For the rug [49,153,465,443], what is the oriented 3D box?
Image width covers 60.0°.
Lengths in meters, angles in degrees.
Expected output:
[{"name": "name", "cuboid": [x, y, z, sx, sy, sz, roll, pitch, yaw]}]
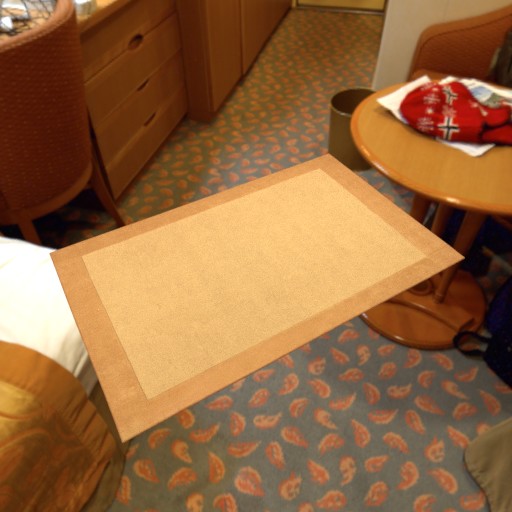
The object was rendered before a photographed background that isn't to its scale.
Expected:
[{"name": "rug", "cuboid": [0.000, 0.000, 3.059, 2.438, 0.014, 1.524, -23, 50, -21]}]
